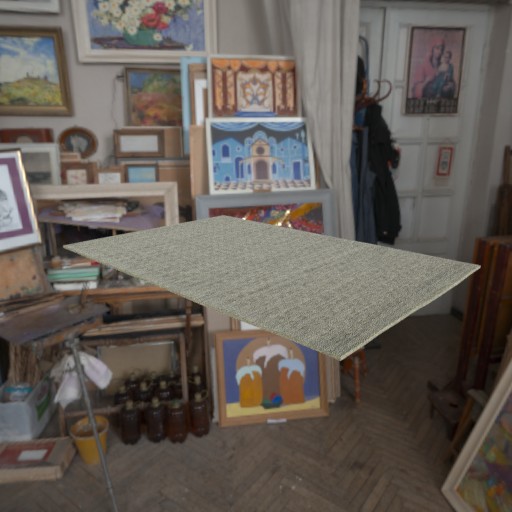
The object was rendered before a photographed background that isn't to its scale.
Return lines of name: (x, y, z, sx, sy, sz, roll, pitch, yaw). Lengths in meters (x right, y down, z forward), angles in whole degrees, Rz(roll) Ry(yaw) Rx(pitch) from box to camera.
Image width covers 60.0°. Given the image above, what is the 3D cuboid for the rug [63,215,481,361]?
rug: (0.000, 0.000, 2.889, 2.297, 0.018, 1.532, 15, 22, 41)
